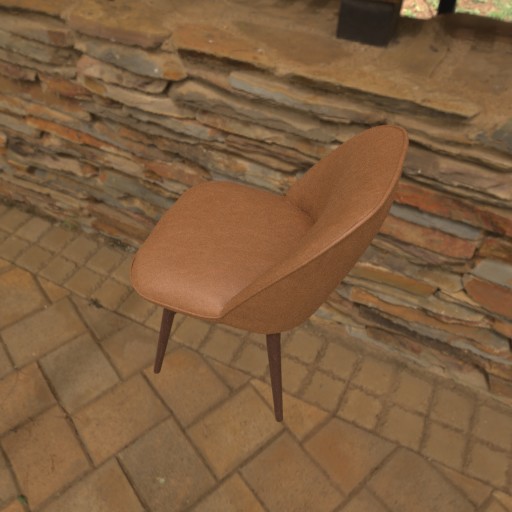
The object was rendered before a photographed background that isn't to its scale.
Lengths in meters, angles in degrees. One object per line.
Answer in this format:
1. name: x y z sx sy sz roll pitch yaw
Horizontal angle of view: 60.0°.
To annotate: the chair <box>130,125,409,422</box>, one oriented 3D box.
1. chair: 0.000 0.000 1.250 0.631 0.831 0.521 17 50 14
